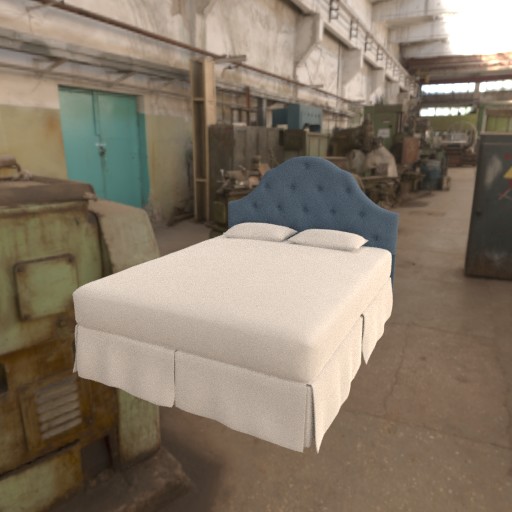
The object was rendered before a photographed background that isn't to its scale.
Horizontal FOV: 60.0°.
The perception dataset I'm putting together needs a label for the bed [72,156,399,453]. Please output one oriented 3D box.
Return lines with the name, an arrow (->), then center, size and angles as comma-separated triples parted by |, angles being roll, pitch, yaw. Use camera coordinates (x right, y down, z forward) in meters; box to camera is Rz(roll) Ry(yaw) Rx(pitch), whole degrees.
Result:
bed -> 0.000, 0.000, 3.869 | 2.039, 1.617, 2.477 | 8, 17, 26
